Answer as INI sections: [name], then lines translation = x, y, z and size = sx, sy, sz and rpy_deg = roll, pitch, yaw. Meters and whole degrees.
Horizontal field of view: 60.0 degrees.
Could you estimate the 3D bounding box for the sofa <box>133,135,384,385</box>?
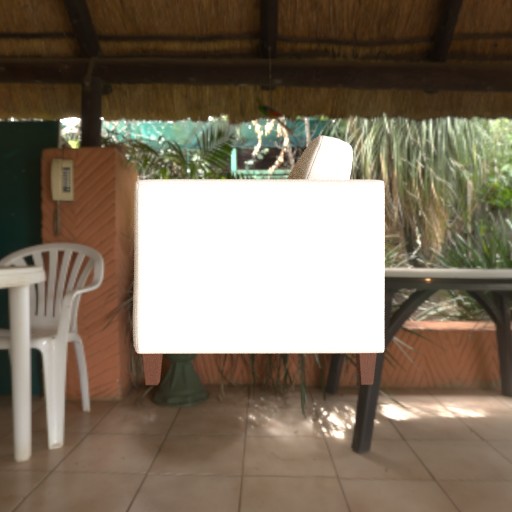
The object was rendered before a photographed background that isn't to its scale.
[sofa]
translation = 0.000, 0.000, 2.611
size = 0.924, 0.933, 2.139
rpy_deg = 0, 0, 0
